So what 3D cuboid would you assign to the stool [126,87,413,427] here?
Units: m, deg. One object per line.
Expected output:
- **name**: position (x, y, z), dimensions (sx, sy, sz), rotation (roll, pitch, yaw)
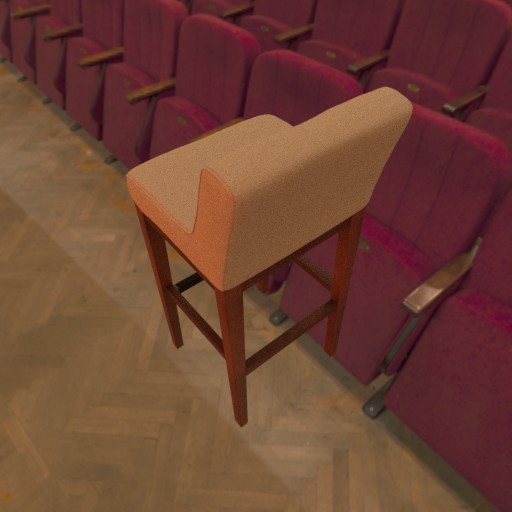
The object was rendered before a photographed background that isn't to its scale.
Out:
- **stool**: position (0.000, 0.000, 1.331), dimensions (0.511, 1.037, 0.500), rotation (-31, 53, -26)
